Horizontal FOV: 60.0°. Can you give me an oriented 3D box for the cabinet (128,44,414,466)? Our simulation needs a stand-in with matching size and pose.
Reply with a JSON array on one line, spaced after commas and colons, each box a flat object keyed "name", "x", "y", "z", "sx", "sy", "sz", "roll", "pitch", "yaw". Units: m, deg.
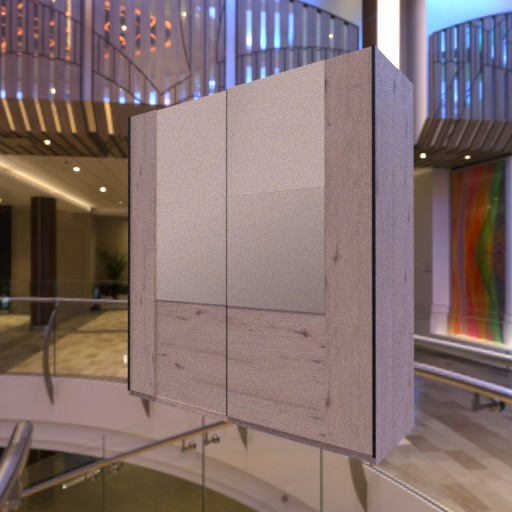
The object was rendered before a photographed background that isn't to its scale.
[{"name": "cabinet", "x": 0.000, "y": 0.000, "z": 3.140, "sx": 2.000, "sy": 2.180, "sz": 0.660, "roll": 0, "pitch": 0, "yaw": 36}]
